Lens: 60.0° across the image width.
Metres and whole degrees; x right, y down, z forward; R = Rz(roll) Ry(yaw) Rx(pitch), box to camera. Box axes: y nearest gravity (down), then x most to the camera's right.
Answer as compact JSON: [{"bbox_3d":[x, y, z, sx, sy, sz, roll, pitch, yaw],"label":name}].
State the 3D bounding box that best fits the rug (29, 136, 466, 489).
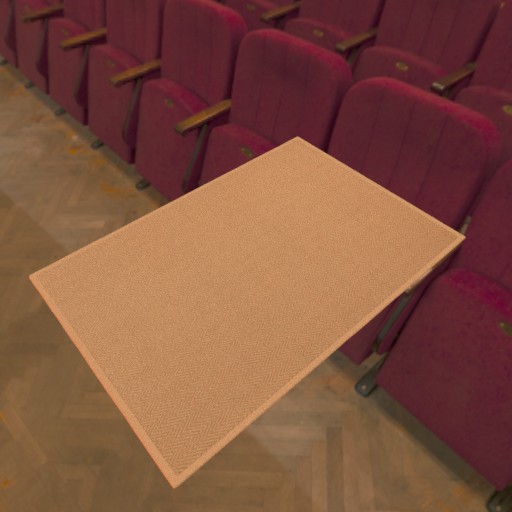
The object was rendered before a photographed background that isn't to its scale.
[{"bbox_3d":[0.000,0.000,2.730,2.244,0.017,1.532,-33,56,-26],"label":"rug"}]
